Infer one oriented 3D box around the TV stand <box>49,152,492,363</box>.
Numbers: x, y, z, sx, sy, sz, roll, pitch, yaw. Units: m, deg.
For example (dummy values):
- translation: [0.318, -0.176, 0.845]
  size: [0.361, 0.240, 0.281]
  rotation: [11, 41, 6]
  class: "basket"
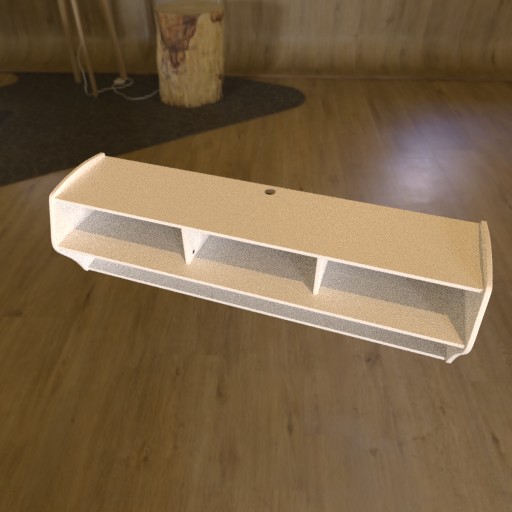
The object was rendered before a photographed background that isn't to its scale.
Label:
- translation: [0.000, 0.000, 1.627]
  size: [1.473, 0.424, 0.397]
  rotation: [13, 43, 14]
  class: "TV stand"
